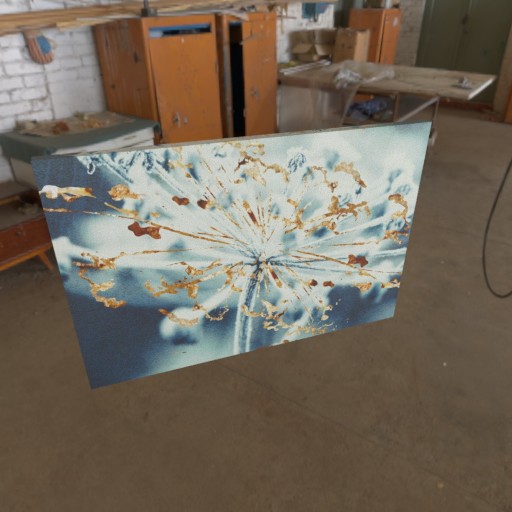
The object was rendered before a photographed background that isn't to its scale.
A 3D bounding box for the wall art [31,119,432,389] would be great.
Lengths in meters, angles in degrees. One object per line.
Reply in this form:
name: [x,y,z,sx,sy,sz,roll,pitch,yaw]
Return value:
wall art: [0.000,0.000,1.414,1.138,0.759,0.035,-10,32,-17]
